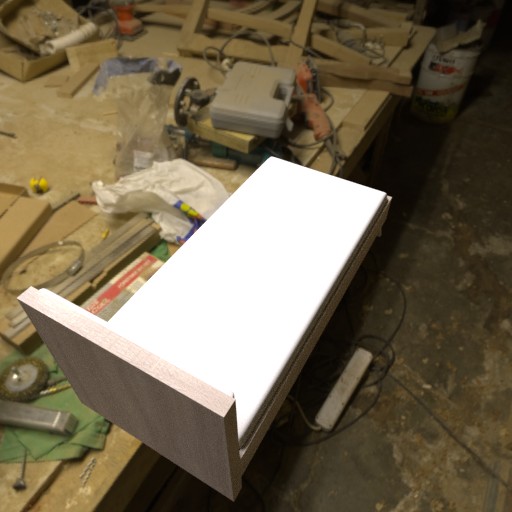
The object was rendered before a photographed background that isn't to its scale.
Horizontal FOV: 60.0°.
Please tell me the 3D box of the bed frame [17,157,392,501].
[{"bbox_3d":[0.000,0.000,2.585,0.990,0.920,2.140,22,50,20],"label":"bed frame"}]
